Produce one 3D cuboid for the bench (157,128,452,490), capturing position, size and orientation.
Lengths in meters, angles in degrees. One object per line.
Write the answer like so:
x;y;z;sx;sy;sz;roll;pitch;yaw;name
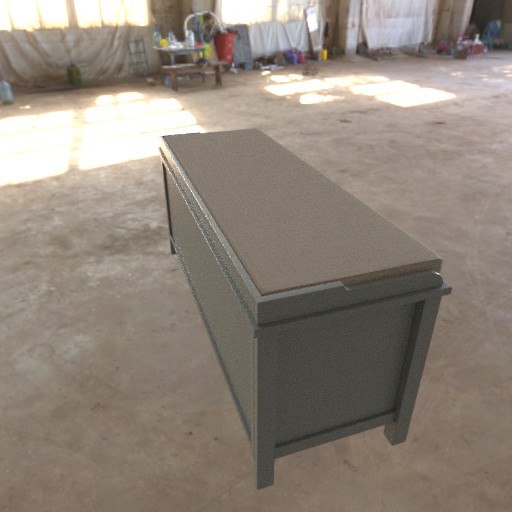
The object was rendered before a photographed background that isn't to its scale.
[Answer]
0.000;0.000;1.354;0.398;0.501;1.140;-10;31;-16;bench
